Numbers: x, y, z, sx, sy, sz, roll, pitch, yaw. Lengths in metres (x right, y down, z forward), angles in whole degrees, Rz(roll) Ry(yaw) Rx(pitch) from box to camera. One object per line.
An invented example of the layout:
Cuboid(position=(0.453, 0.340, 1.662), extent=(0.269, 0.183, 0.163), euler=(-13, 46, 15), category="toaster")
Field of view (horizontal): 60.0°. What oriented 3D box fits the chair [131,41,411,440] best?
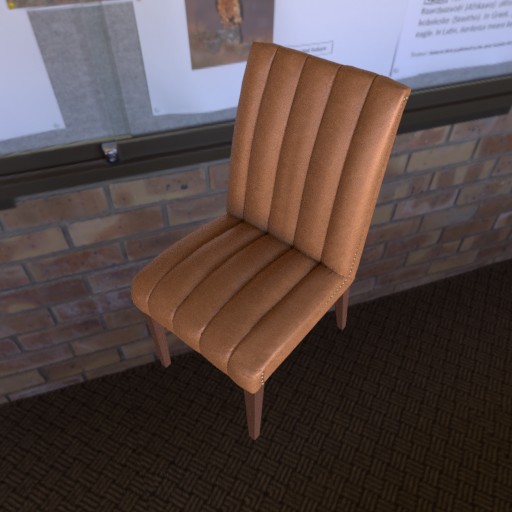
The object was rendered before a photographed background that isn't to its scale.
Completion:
Cuboid(position=(0.000, 0.000, 1.368), extent=(0.511, 1.016, 0.647), euler=(30, 53, 26), category="chair")
